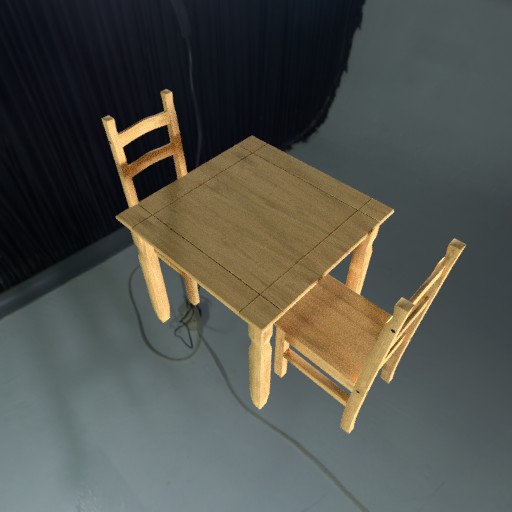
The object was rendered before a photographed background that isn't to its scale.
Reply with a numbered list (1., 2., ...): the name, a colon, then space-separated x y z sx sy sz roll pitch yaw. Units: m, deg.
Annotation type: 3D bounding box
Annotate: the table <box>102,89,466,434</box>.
1. table: 0.000 0.000 2.020 1.501 0.942 0.813 35 56 27
